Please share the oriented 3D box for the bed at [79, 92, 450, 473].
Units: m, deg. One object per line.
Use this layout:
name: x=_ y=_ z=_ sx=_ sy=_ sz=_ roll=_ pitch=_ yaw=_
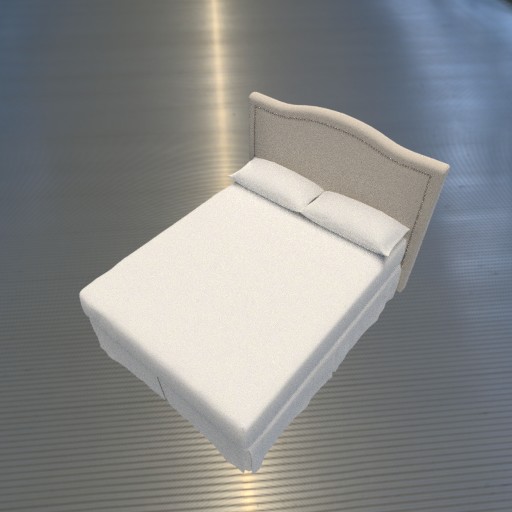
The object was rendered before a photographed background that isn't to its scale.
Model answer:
bed: x=0.000 y=0.000 z=3.320 sx=1.753 sy=1.460 sz=2.143 roll=31 pitch=53 yaw=26
